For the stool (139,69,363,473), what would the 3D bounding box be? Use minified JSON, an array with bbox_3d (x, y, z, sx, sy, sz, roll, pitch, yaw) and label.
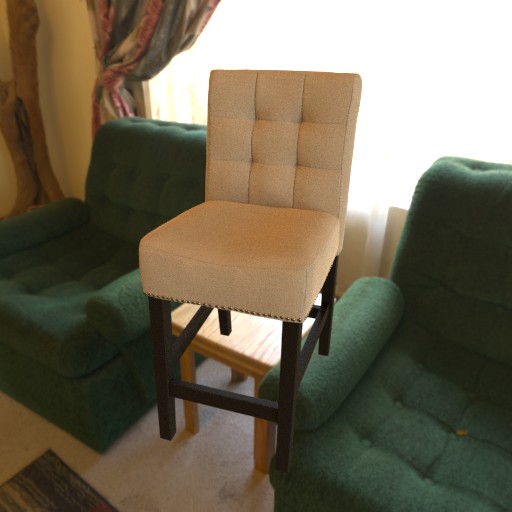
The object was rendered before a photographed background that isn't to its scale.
[{"bbox_3d":[0.000,0.000,1.186,0.427,0.885,0.571,8,28,16],"label":"stool"}]
